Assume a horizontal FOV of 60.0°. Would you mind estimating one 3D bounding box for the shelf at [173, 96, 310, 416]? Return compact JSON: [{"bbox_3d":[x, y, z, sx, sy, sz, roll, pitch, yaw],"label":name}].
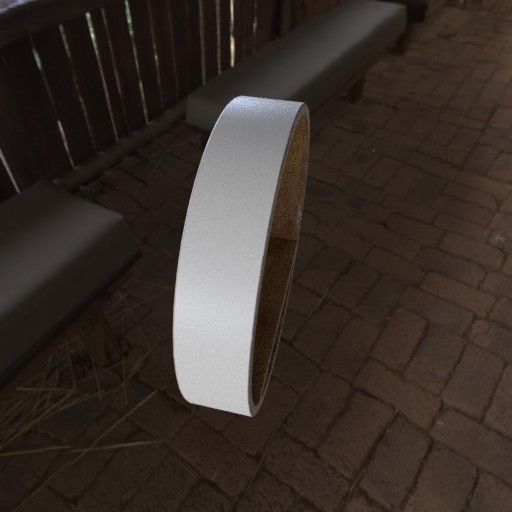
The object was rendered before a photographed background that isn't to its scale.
[{"bbox_3d":[0.000,0.000,1.204,0.158,0.807,0.806,10,47,9],"label":"shelf"}]
